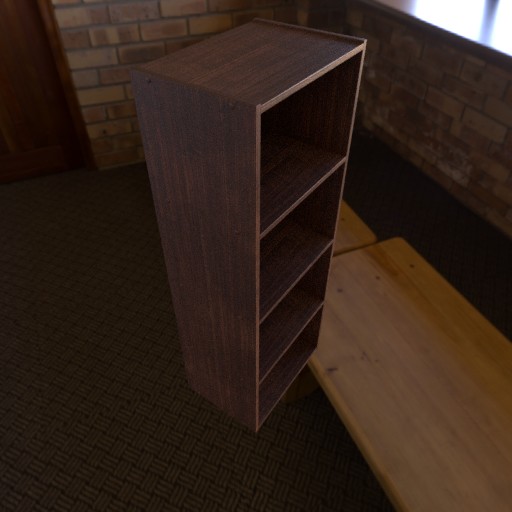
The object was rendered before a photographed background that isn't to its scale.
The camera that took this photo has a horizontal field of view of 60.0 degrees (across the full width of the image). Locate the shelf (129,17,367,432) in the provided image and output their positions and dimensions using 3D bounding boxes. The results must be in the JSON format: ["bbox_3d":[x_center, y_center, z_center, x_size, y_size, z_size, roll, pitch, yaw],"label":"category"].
[{"bbox_3d":[0.000,0.000,1.254,0.290,1.099,0.415,26,48,25],"label":"shelf"}]
